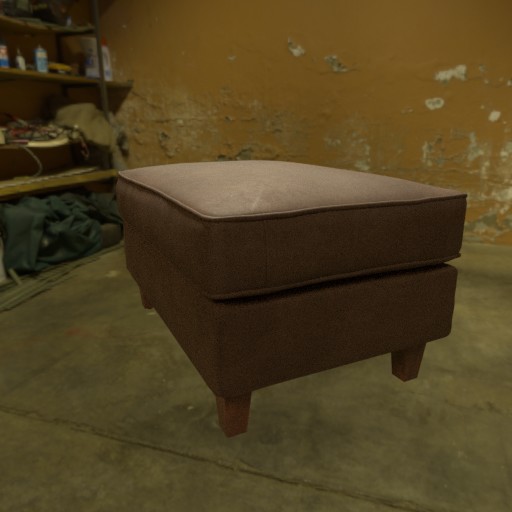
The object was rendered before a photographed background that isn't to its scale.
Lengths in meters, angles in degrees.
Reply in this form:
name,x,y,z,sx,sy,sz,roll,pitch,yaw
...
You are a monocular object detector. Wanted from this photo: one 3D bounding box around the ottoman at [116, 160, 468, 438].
name,x,y,z,sx,sy,sz,roll,pitch,yaw
ottoman,0.000,0.000,1.191,0.596,0.481,0.860,-8,18,-25
